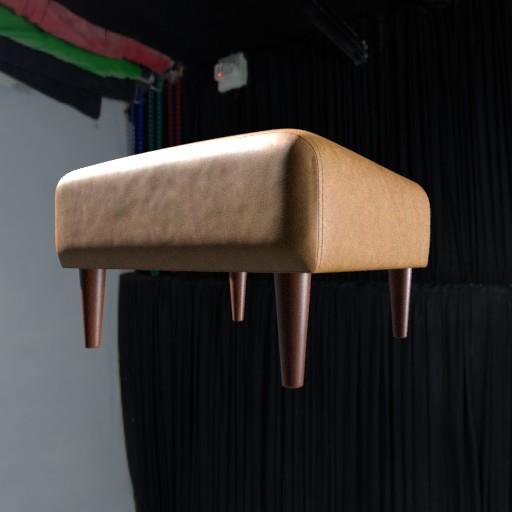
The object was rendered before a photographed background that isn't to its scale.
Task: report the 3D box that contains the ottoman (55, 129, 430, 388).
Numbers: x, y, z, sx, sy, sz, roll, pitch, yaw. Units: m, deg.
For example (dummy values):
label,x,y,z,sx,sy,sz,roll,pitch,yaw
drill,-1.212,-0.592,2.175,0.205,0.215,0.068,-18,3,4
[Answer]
label,x,y,z,sx,sy,sz,roll,pitch,yaw
ottoman,0.000,0.000,1.033,0.650,0.399,0.650,0,-1,35
